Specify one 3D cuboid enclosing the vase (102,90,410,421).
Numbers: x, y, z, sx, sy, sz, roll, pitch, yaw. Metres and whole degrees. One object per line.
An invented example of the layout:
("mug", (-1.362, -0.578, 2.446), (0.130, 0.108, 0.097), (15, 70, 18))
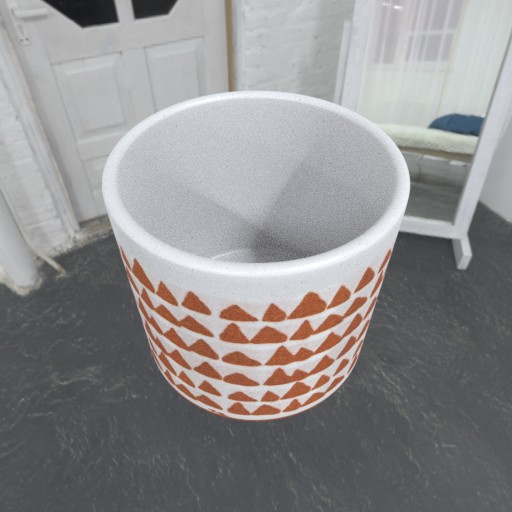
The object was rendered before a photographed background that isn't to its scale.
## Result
("vase", (0.000, 0.000, 0.246), (0.137, 0.127, 0.137), (0, 46, 0))
